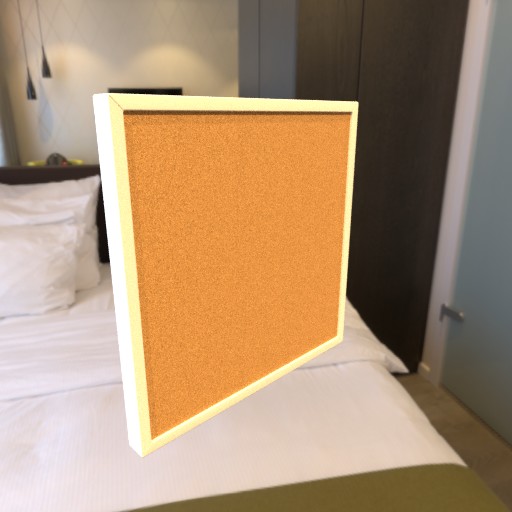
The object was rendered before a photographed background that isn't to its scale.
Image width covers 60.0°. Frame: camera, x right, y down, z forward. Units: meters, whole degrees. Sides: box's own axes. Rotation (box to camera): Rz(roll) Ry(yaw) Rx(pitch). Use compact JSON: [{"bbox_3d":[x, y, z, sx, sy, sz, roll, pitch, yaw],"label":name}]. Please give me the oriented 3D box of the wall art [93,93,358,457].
[{"bbox_3d":[0.000,0.000,0.761,0.508,0.508,0.038,-17,24,-42],"label":"wall art"}]
